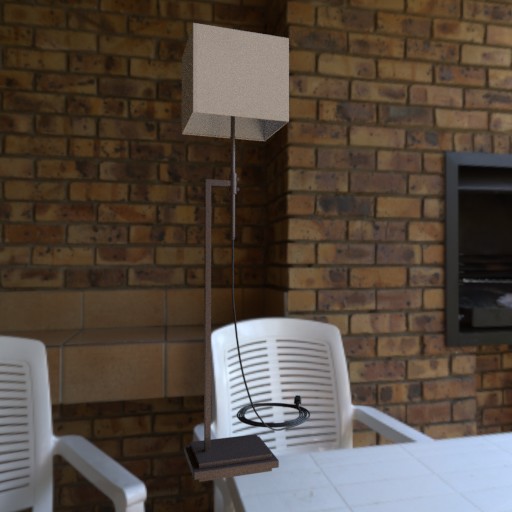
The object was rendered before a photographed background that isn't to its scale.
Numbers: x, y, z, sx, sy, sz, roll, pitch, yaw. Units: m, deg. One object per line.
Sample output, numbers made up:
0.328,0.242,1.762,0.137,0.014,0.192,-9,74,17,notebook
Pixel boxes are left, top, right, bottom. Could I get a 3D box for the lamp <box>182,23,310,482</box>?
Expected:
0.000,0.000,1.994,0.698,1.600,0.774,0,-1,-17,lamp
